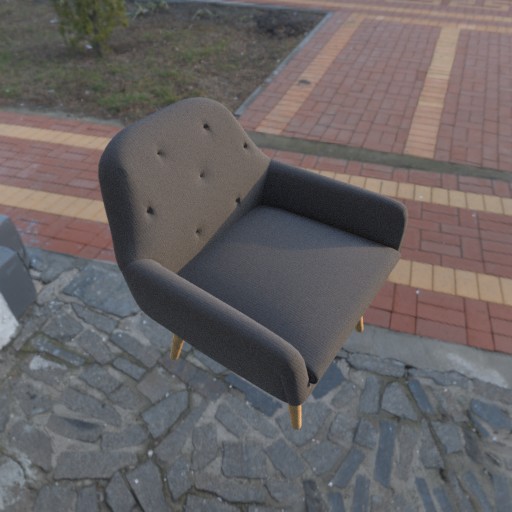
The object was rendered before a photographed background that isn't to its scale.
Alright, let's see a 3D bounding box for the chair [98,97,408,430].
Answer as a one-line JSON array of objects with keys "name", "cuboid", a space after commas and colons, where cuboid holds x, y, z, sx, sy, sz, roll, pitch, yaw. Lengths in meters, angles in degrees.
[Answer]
[{"name": "chair", "cuboid": [0.000, 0.000, 1.452, 0.779, 0.800, 0.770, 25, 47, 25]}]
